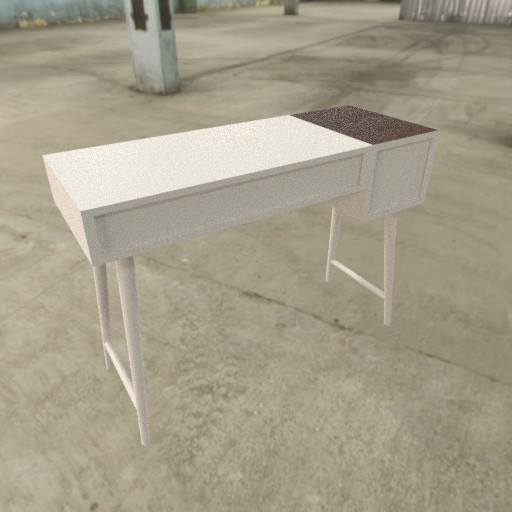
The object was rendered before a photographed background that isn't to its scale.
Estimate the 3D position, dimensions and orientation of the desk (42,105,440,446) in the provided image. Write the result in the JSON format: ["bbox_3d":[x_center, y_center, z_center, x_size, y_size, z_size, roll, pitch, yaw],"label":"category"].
[{"bbox_3d":[0.000,0.000,1.453,1.069,0.761,0.409,-18,36,-27],"label":"desk"}]
